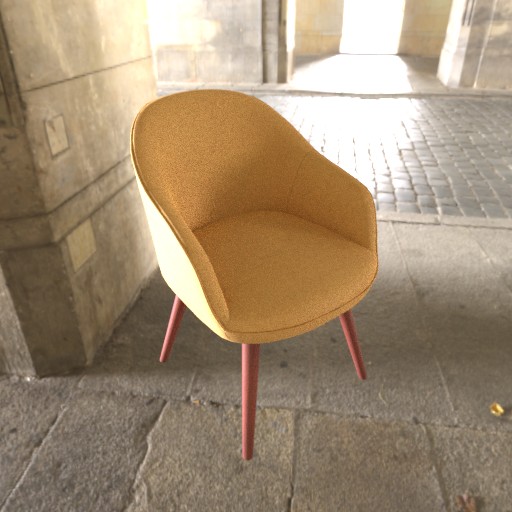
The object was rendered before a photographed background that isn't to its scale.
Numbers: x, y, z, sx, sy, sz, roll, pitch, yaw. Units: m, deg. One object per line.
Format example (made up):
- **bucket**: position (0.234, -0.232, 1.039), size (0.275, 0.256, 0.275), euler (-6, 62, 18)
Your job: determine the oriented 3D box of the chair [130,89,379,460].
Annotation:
- **chair**: position (0.000, 0.000, 1.269), size (0.596, 0.823, 0.635), euler (-21, 36, -33)
